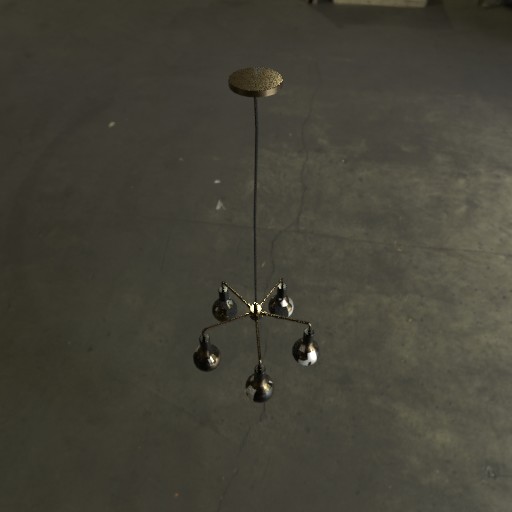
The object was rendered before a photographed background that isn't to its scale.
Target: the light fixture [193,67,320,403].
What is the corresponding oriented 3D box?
[{"bbox_3d":[0.000,0.000,1.236,0.438,0.988,0.421,-3,46,-3],"label":"light fixture"}]
